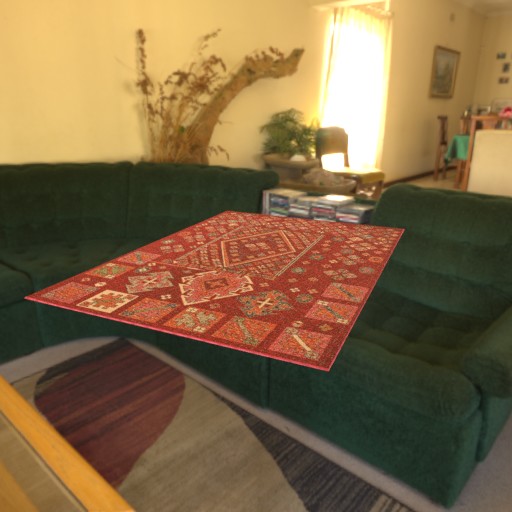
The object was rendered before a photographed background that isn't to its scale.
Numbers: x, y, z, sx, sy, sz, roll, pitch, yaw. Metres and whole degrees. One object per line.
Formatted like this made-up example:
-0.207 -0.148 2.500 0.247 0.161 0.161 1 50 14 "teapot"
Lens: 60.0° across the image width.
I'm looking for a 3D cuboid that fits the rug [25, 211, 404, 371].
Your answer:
0.000 0.000 4.339 2.389 0.011 3.306 8 20 23 "rug"
